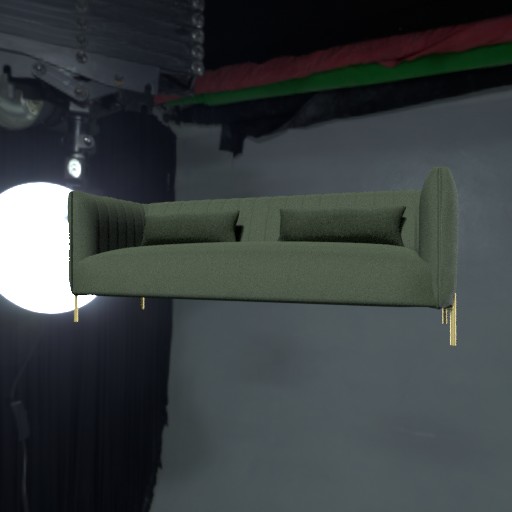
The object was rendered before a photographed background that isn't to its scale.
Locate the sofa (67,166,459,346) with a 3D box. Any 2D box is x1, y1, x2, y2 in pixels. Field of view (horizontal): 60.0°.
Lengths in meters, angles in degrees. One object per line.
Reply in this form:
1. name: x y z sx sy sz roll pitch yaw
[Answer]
1. sofa: 0.000 0.000 2.619 2.137 0.793 0.896 0 0 20
